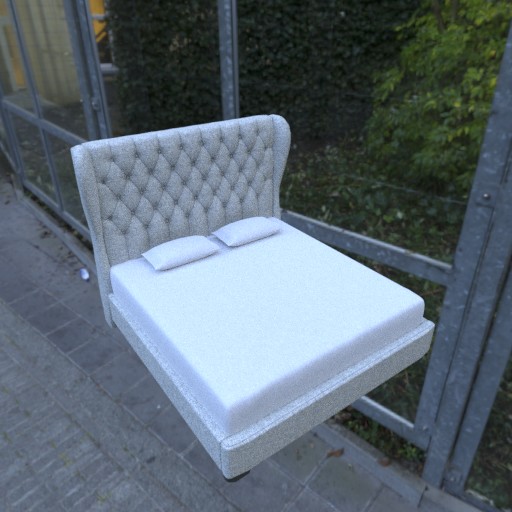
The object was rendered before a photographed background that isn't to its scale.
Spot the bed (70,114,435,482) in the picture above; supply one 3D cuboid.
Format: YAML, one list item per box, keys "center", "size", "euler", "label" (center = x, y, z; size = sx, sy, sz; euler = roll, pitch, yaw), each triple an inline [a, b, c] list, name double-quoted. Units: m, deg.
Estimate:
- center: [0.000, 0.000, 3.820]
  size: [2.219, 1.771, 2.347]
  euler: [-20, 35, -31]
  label: "bed"
